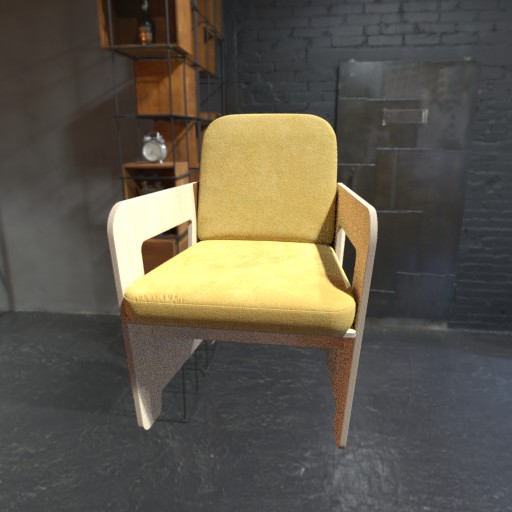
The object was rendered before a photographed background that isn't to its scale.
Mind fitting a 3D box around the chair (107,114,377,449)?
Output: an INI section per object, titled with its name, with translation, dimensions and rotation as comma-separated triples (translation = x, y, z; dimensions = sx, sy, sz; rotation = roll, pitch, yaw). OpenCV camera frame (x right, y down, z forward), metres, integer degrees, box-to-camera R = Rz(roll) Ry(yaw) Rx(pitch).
[chair]
translation = 0.000, 0.000, 1.264
dimensions = 0.590, 0.800, 0.710
rotation = 2, 15, 8
